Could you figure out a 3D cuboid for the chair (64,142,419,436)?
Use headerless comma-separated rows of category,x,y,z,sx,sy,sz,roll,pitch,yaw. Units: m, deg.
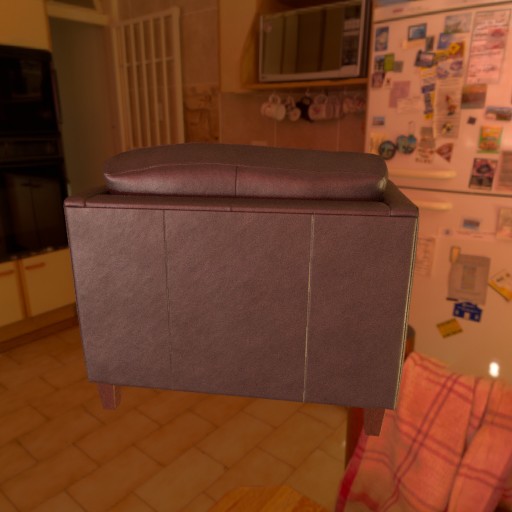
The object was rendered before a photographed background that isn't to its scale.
chair,0.000,0.000,1.591,0.939,0.811,0.862,3,17,8
